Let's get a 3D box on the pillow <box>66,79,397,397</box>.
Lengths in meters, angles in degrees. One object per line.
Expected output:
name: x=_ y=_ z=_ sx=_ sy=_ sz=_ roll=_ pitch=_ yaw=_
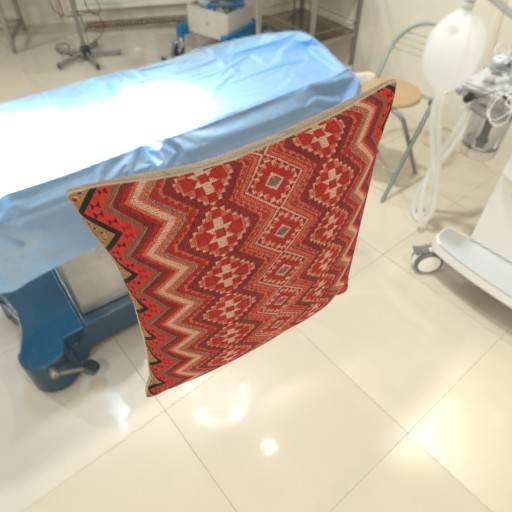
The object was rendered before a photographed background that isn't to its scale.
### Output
pillow: x=0.000 y=0.000 z=0.780 sx=0.513 sy=0.511 sz=0.158 roll=-25 pitch=51 yaw=-22
